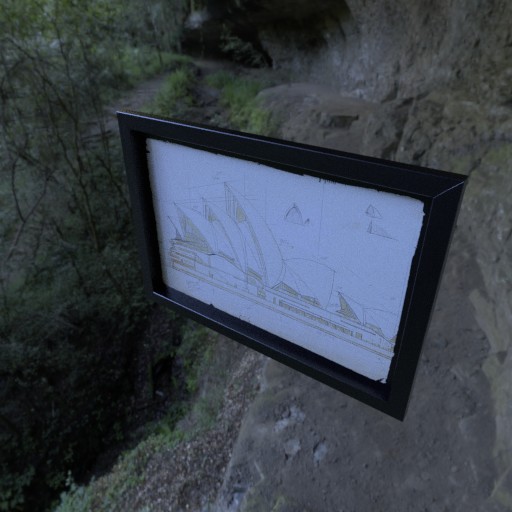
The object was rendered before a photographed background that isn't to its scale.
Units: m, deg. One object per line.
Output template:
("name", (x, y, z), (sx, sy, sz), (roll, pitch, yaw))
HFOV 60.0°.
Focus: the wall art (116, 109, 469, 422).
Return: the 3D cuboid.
("wall art", (0.000, 0.000, 0.846), (0.657, 0.458, 0.027), (20, 36, 29))
